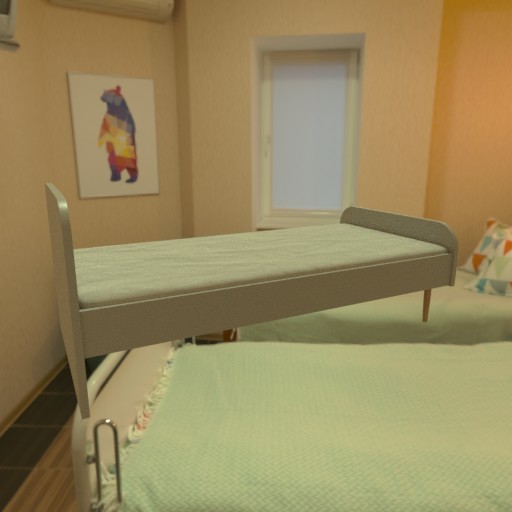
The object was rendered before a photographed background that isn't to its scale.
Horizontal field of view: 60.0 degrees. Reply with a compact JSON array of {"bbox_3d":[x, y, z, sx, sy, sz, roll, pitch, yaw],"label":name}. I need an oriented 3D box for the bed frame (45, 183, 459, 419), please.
[{"bbox_3d":[0.000,0.000,2.407,1.963,0.805,0.998,-7,15,-27],"label":"bed frame"}]
